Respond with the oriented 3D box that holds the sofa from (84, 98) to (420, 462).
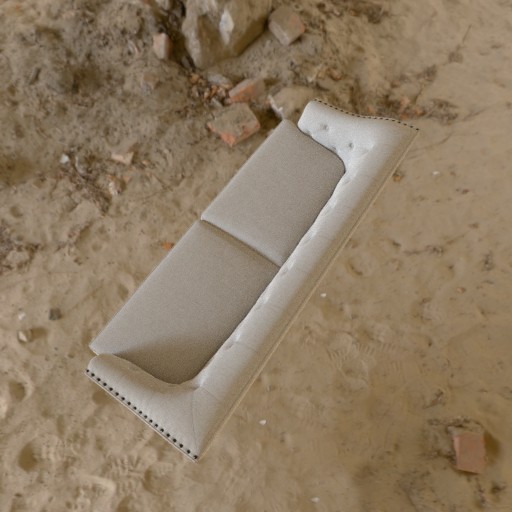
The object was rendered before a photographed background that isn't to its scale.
[{"bbox_3d":[0.000,0.000,2.754,0.914,0.901,2.235,31,68,14],"label":"sofa"}]
